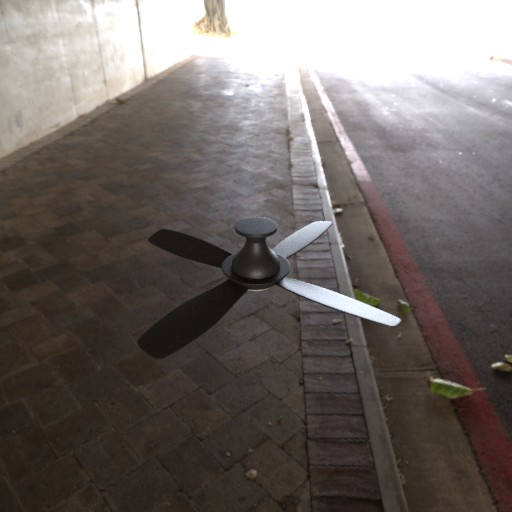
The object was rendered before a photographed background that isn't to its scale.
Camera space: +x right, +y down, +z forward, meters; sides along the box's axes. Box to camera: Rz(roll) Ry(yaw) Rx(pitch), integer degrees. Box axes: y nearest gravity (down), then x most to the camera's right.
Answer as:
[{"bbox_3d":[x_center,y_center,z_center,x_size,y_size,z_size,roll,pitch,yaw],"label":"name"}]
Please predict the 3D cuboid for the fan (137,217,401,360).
[{"bbox_3d":[0.000,0.000,2.521,1.694,0.382,1.694,19,34,30],"label":"fan"}]
